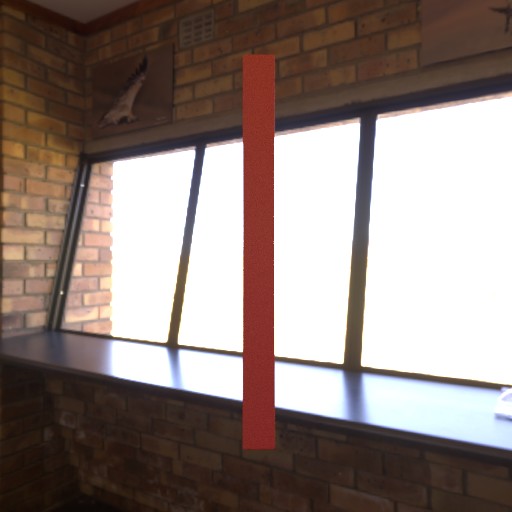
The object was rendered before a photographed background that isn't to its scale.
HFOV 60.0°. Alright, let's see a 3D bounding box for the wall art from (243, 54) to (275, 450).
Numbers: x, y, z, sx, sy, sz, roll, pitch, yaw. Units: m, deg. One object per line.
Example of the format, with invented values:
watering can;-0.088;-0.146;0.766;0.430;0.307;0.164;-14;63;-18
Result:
wall art;0.000;0.000;0.757;0.033;0.405;0.607;0;-1;-1
